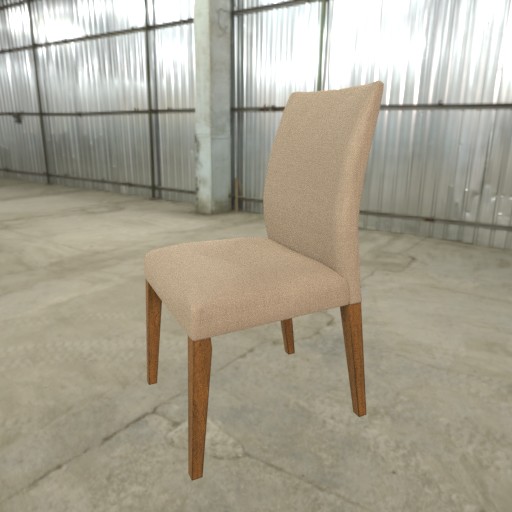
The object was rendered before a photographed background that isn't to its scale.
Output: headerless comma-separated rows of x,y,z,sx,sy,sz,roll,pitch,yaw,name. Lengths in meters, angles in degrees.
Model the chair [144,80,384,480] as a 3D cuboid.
0.000,0.000,1.288,0.585,0.940,0.496,-8,18,-25,chair
